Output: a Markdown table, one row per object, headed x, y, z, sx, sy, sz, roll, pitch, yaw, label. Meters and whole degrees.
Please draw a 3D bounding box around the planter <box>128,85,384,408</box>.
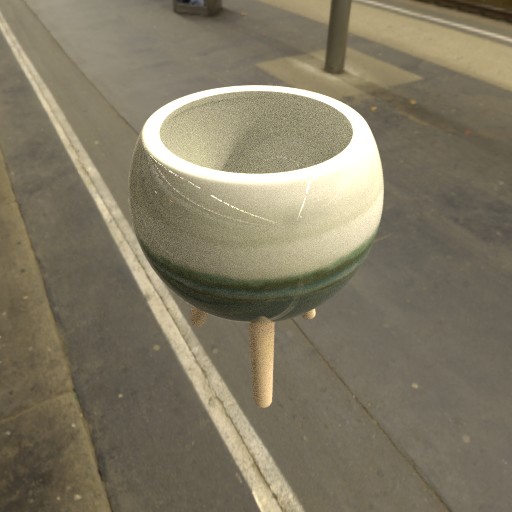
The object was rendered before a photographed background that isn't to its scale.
| x | y | z | sx | sy | sz | roll | pitch | yaw | label |
| --- | --- | --- | --- | --- | --- | --- | --- | --- | --- |
| 0.000 | 0.000 | 0.446 | 0.222 | 0.278 | 0.222 | 0 | 40 | 0 | planter |
